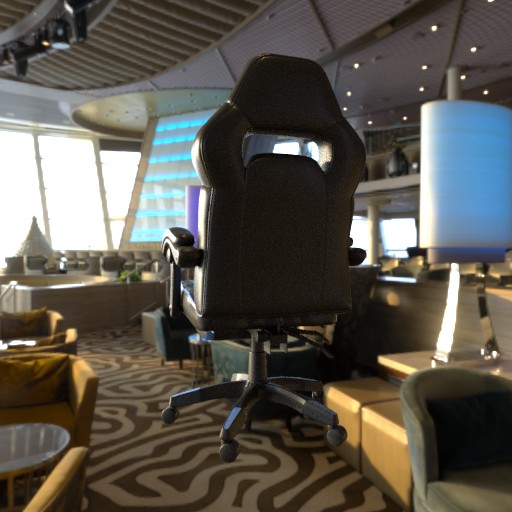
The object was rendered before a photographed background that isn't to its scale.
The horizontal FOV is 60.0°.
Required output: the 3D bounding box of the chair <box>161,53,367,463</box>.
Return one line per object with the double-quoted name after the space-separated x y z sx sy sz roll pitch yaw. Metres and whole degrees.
0.000 0.000 1.706 0.700 1.280 0.700 0 1 -18 "chair"
